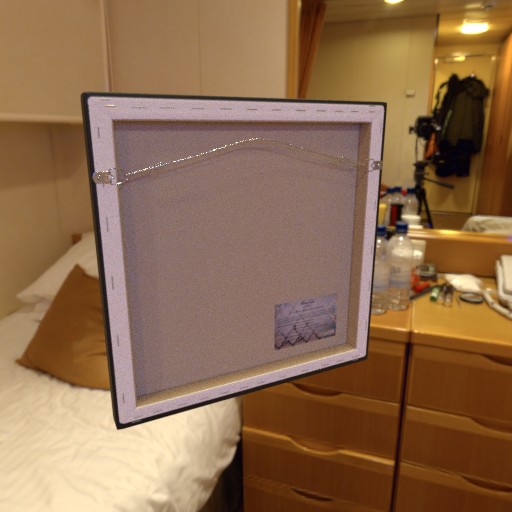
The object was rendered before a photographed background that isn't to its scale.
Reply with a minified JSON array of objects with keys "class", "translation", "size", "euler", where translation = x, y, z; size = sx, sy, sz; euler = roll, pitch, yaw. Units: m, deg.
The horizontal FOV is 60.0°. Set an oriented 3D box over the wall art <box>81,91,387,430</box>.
[{"class":"wall art","translation":[0.000,0.000,0.907],"size":[0.610,0.611,0.043],"euler":[-8,18,-26]}]
